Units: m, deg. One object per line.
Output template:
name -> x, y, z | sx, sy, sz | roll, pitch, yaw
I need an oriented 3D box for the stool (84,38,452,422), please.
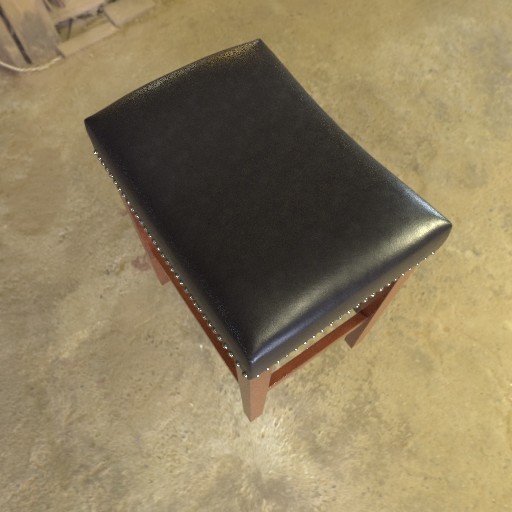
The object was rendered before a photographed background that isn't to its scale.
stool -> 0.000, 0.000, 0.949 | 0.372, 0.654, 0.504 | -32, 67, -15
